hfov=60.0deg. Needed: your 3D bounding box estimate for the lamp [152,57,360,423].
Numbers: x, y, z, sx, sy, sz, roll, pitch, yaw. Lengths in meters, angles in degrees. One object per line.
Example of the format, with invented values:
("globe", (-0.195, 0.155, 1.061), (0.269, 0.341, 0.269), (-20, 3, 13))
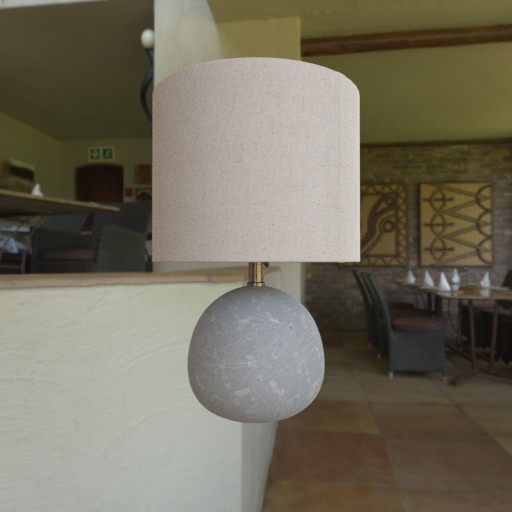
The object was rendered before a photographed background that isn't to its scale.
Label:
("lamp", (0.000, 0.000, 0.589), (0.269, 0.409, 0.269), (0, -1, -35))
